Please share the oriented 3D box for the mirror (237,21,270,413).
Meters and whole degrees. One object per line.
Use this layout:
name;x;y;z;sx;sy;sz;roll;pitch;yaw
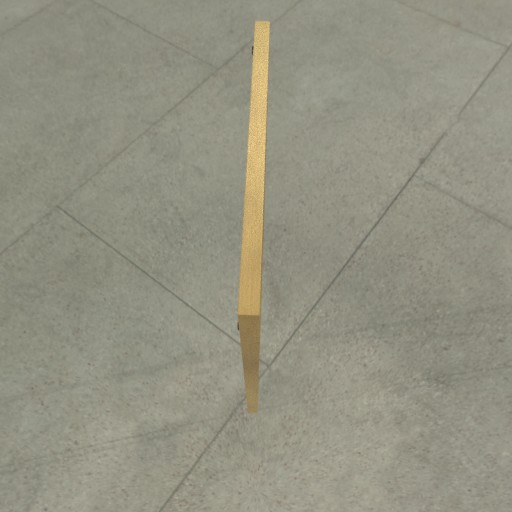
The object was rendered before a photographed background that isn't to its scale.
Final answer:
mirror;0.000;0.000;1.353;0.041;1.016;0.762;2;62;1
